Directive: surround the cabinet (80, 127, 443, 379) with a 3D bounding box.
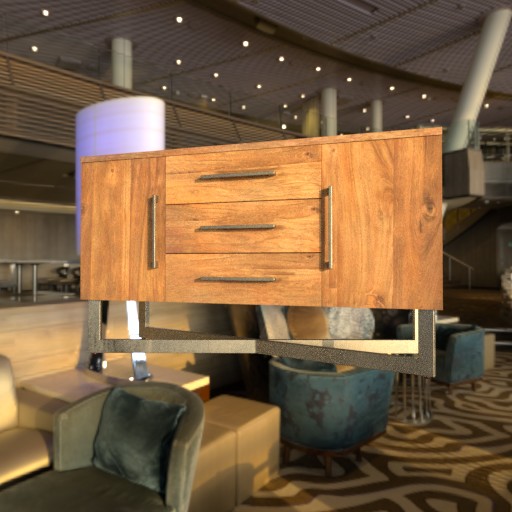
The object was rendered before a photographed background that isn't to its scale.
[{"bbox_3d":[0.000,0.000,1.815,1.373,0.812,0.480,0,-1,17],"label":"cabinet"}]
